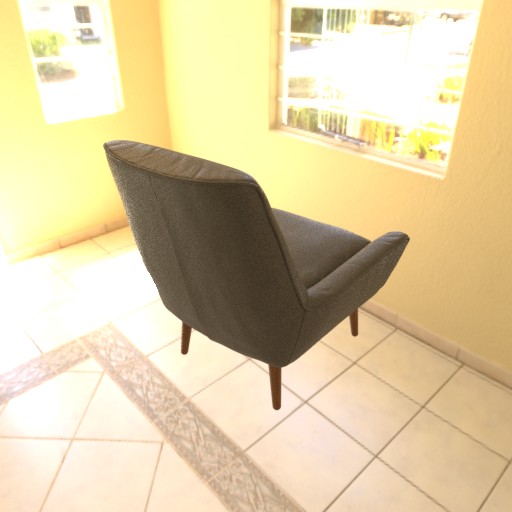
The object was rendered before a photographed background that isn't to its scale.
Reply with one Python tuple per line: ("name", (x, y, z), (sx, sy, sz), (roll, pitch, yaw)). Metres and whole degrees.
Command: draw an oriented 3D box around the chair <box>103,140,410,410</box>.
("chair", (0.000, 0.000, 1.522), (0.787, 0.888, 0.822), (21, 37, 31))
